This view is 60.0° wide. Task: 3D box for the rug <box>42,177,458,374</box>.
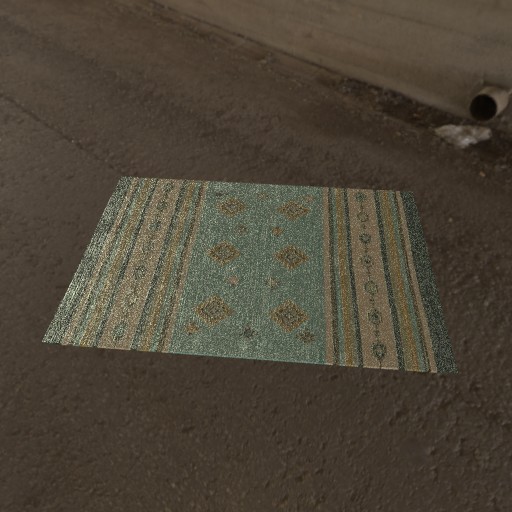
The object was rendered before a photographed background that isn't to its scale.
[{"bbox_3d":[0.000,0.000,2.334,1.811,0.010,1.212,3,47,3],"label":"rug"}]
